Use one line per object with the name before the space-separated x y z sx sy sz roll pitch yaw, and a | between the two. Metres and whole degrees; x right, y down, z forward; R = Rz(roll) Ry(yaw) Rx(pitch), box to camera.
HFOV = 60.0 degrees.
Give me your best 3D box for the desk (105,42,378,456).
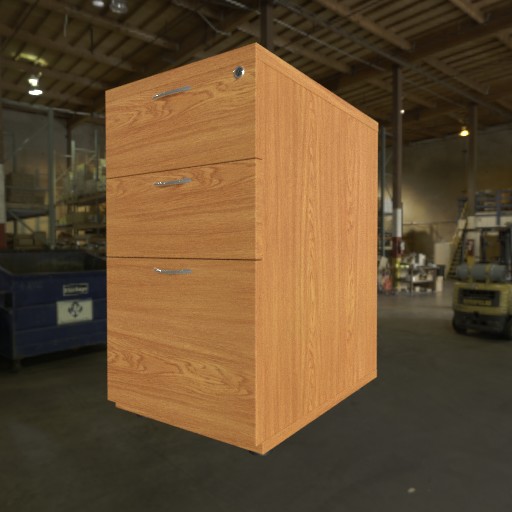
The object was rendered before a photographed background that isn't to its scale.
desk | 0.000 0.000 1.101 0.404 0.730 0.600 1 1 35
